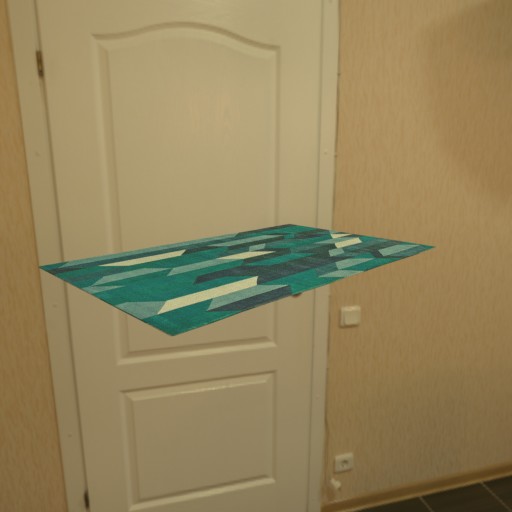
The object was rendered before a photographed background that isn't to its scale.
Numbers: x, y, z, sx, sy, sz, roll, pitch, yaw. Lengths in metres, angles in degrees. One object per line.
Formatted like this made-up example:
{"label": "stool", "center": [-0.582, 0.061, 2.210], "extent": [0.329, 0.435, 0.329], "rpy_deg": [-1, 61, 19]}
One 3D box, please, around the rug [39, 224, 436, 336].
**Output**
{"label": "rug", "center": [0.000, 0.000, 3.132], "extent": [2.420, 0.005, 1.528], "rpy_deg": [-13, 18, -43]}
